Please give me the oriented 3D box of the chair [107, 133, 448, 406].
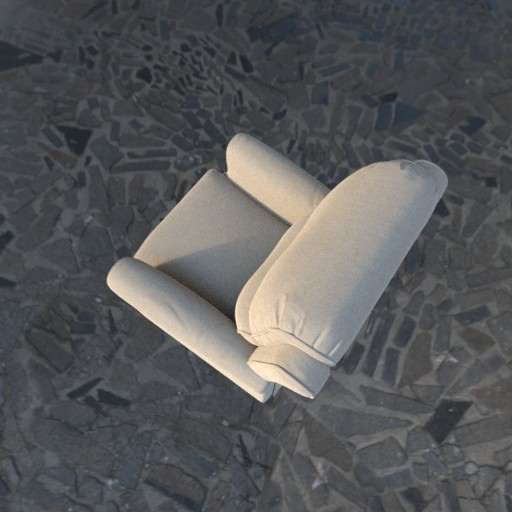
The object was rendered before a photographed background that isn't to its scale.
[{"bbox_3d":[0.000,0.000,1.706,0.919,1.046,0.859,33,68,15],"label":"chair"}]
